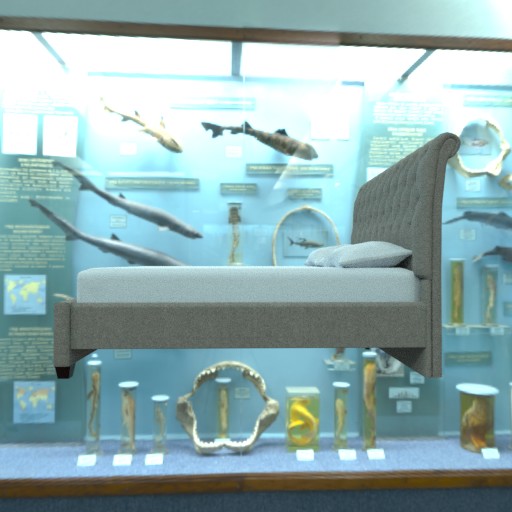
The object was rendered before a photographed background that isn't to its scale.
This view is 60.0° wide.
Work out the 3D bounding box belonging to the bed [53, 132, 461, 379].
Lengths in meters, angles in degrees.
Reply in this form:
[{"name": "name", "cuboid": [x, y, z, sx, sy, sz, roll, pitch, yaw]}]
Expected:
[{"name": "bed", "cuboid": [0.000, 0.000, 3.253, 2.252, 1.371, 1.645, 0, -1, -2]}]
